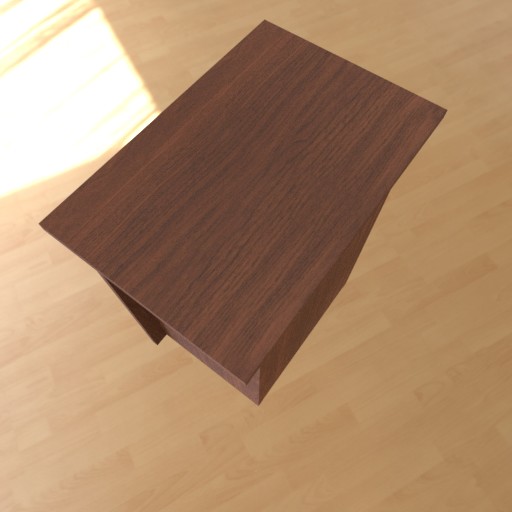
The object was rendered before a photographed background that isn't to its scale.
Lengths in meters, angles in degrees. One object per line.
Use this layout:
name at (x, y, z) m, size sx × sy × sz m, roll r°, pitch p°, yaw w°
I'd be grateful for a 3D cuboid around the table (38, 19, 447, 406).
table at (0.000, 0.000, 1.054) m, size 0.406 × 0.711 × 0.589 m, roll 34°, pitch 69°, yaw 15°
